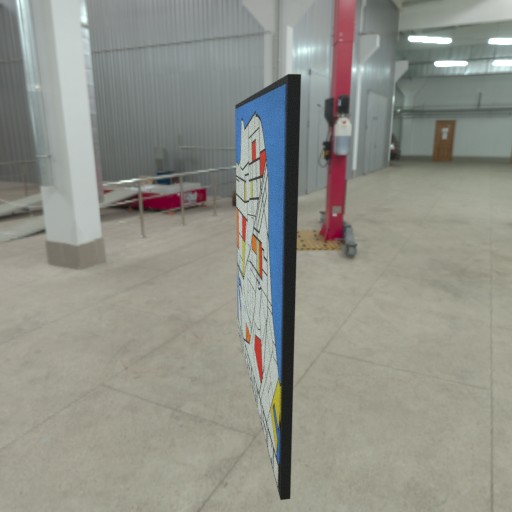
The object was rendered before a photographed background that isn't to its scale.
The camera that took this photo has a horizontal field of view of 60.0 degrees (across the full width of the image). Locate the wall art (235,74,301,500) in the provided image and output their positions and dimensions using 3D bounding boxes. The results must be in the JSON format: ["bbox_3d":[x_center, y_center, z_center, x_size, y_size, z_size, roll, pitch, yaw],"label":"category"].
[{"bbox_3d":[0.000,0.000,0.668,0.013,0.457,0.458,-2,16,-8],"label":"wall art"}]
